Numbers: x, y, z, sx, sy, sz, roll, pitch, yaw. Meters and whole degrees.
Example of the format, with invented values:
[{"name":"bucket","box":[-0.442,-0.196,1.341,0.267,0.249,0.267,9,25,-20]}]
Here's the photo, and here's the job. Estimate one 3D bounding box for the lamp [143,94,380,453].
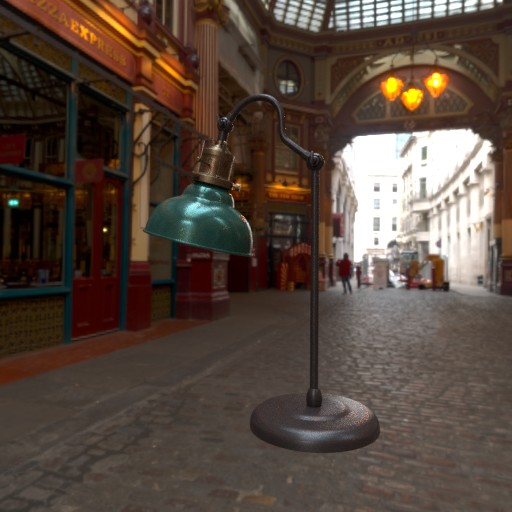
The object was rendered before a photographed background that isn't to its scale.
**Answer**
[{"name":"lamp","box":[0.000,0.000,0.695,0.374,0.508,0.192,0,-1,18]}]
